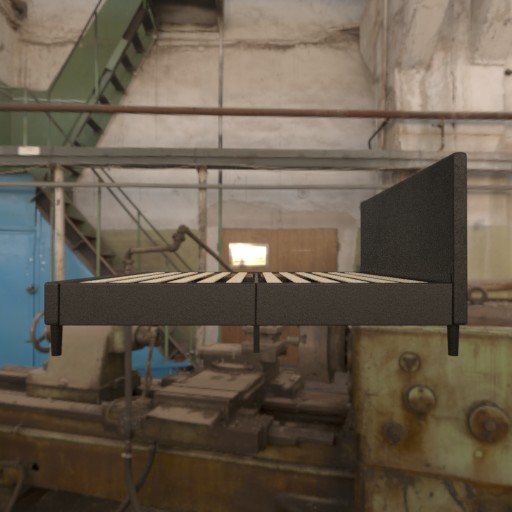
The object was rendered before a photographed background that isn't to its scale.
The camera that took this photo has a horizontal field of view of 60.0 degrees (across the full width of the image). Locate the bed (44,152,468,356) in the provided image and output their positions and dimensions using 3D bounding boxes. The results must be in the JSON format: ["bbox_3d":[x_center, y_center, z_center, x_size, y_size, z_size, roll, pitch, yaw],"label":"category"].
[{"bbox_3d":[0.000,0.000,3.257,2.152,1.046,2.018,0,0,0],"label":"bed"}]
